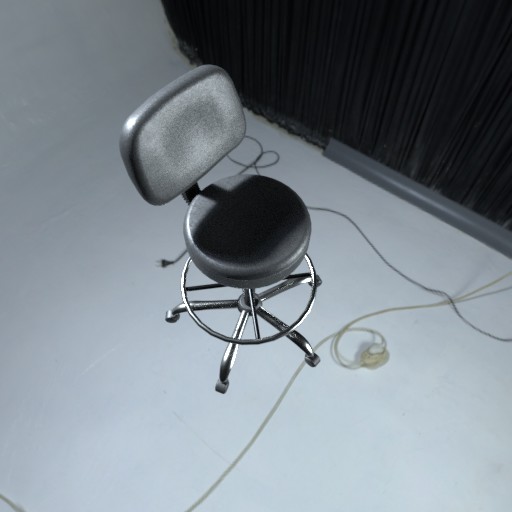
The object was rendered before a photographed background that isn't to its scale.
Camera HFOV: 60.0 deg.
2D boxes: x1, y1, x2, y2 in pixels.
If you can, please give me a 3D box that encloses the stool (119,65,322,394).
[{"bbox_3d":[0.000,0.000,1.511,0.658,1.069,0.694,34,64,20],"label":"stool"}]
